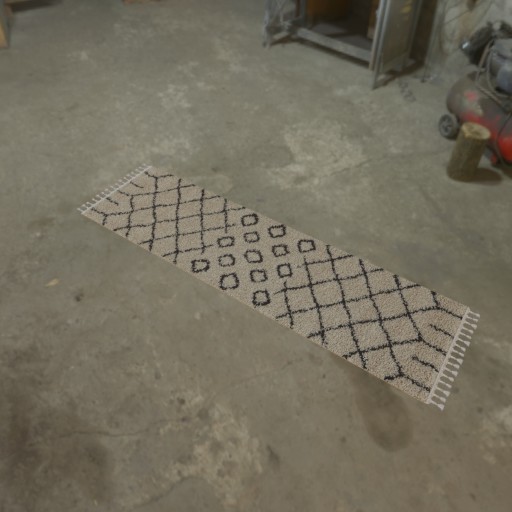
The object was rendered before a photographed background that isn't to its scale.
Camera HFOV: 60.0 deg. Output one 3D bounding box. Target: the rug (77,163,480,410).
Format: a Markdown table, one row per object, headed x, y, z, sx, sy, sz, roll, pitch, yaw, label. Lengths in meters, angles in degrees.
| x | y | z | sx | sy | sz | roll | pitch | yaw | label |
| --- | --- | --- | --- | --- | --- | --- | --- | --- | --- |
| 0.000 | 0.000 | 2.647 | 2.464 | 0.005 | 0.660 | 26 | 52 | 23 | rug |
